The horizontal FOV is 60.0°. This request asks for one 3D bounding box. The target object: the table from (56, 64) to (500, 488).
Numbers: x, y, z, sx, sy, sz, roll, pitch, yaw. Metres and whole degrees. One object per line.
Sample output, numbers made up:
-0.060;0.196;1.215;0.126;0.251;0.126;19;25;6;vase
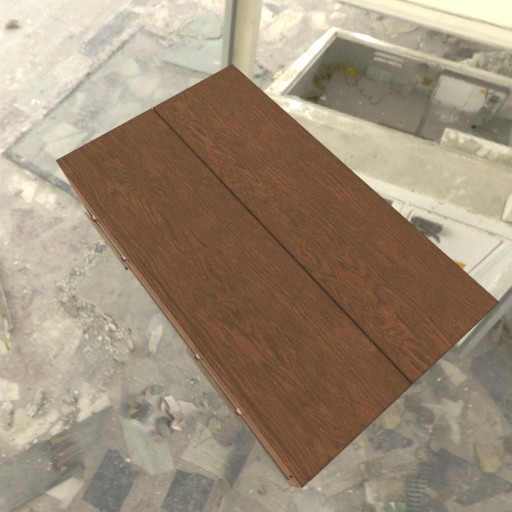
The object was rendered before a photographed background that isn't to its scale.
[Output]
0.000;0.000;1.437;0.719;0.361;1.167;-36;68;-17;table
